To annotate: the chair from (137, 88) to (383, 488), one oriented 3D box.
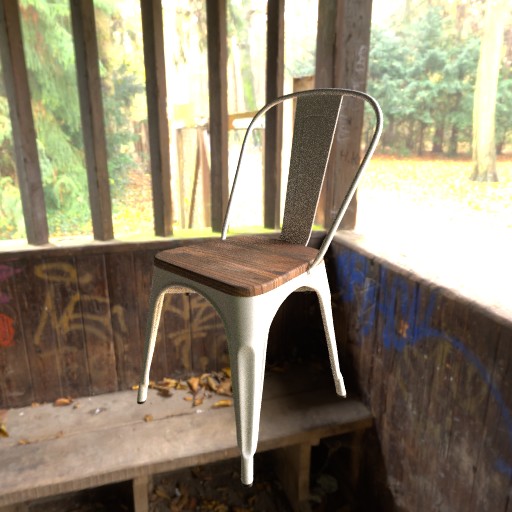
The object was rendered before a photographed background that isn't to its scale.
[{"bbox_3d":[0.000,0.000,1.167,0.452,0.851,0.521,16,23,42],"label":"chair"}]
